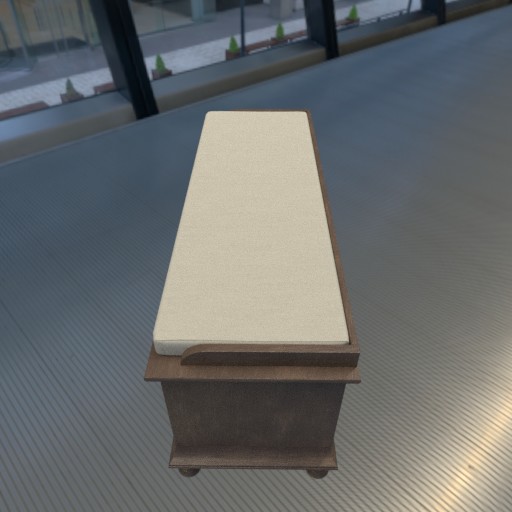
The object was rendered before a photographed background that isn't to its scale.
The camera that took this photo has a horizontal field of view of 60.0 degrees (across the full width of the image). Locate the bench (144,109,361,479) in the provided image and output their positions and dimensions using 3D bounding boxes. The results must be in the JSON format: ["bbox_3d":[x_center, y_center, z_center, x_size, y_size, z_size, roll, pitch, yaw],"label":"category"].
[{"bbox_3d":[0.000,0.000,1.400,0.402,0.501,1.185,0,40,1],"label":"bench"}]
